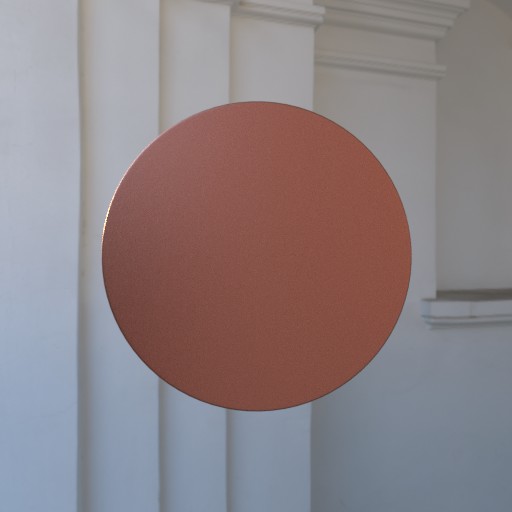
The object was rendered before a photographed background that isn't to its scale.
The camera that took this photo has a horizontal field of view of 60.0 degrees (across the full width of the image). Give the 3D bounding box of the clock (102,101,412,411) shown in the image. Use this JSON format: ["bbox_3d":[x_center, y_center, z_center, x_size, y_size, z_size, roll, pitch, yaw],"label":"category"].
[{"bbox_3d":[0.000,0.000,0.466,0.313,0.313,0.040,0,-1,1],"label":"clock"}]
